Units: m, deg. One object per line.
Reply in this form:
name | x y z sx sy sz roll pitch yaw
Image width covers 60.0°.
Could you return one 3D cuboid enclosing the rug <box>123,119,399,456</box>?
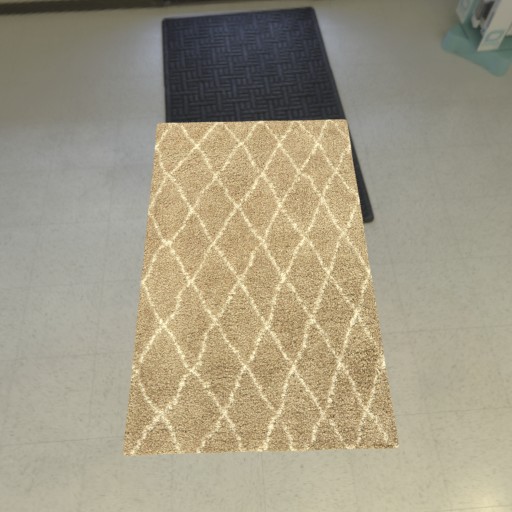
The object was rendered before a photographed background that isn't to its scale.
rug | 0.000 0.000 3.005 1.524 0.030 2.438 -1 62 -1
